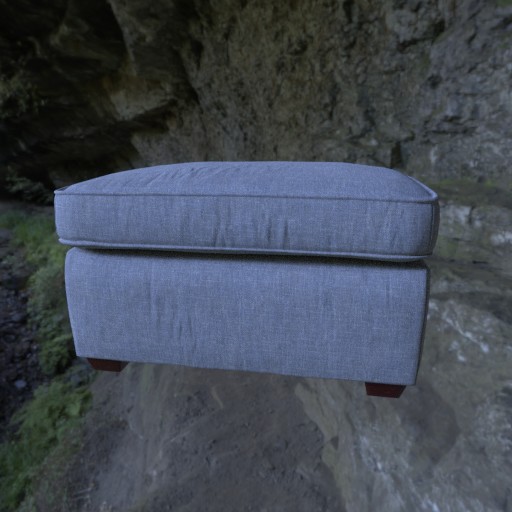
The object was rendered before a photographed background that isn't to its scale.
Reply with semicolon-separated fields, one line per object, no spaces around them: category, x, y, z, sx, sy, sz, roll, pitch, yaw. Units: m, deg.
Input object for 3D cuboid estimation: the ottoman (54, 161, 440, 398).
ottoman;0.000;0.000;1.111;0.762;0.457;0.559;3;15;9
